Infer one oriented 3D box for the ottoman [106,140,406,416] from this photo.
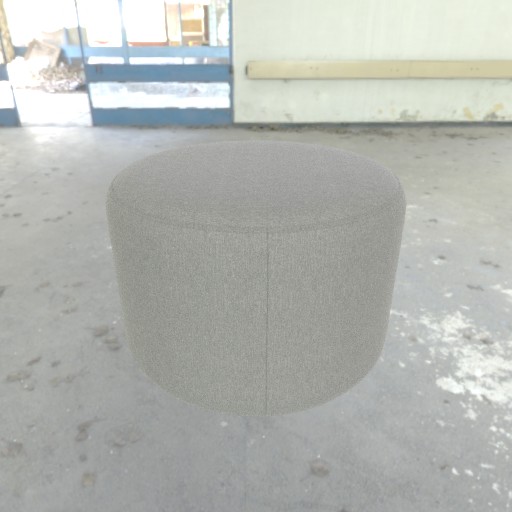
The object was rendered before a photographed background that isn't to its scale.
[{"bbox_3d":[0.000,0.000,1.000,0.608,0.433,0.608,0,26,0],"label":"ottoman"}]
